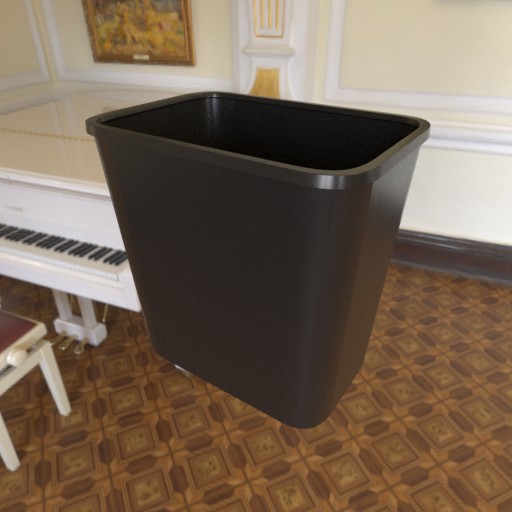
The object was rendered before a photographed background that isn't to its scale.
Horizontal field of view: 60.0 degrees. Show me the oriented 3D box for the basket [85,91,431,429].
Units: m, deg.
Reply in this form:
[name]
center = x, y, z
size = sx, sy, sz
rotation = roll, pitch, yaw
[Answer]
[basket]
center = 0.000, 0.000, 0.510
size = 0.300, 0.307, 0.211
rotation = 19, 35, 29
